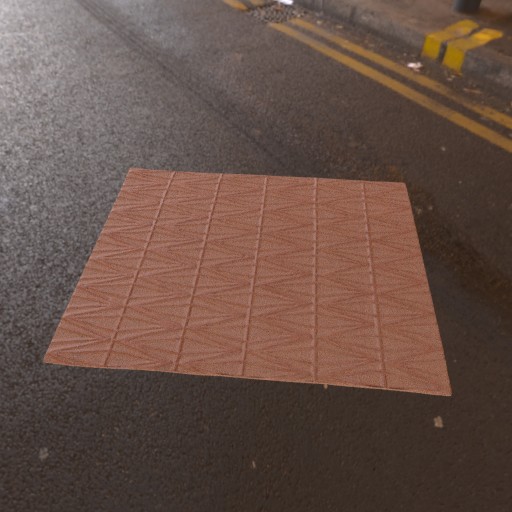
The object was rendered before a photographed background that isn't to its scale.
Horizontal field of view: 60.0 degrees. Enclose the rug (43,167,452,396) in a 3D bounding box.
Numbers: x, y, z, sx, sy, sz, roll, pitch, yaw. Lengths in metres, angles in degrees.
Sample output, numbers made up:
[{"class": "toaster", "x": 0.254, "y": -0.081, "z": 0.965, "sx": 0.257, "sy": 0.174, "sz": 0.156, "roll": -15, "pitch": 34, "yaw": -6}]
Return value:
[{"class": "rug", "x": 0.000, "y": 0.000, "z": 4.083, "sx": 3.052, "sy": 0.043, "sz": 2.453, "roll": 4, "pitch": 48, "yaw": 3}]
